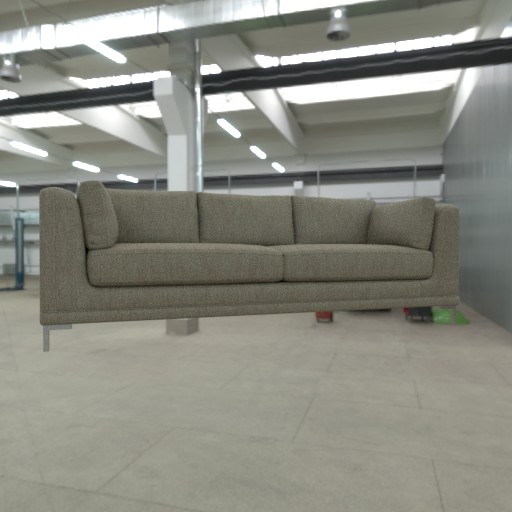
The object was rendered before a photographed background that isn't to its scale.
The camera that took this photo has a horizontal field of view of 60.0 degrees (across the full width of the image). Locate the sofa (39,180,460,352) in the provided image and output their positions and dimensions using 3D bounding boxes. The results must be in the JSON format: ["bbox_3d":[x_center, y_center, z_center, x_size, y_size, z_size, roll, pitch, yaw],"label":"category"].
[{"bbox_3d":[0.000,0.000,2.852,2.415,0.867,0.969,0,1,-19],"label":"sofa"}]
